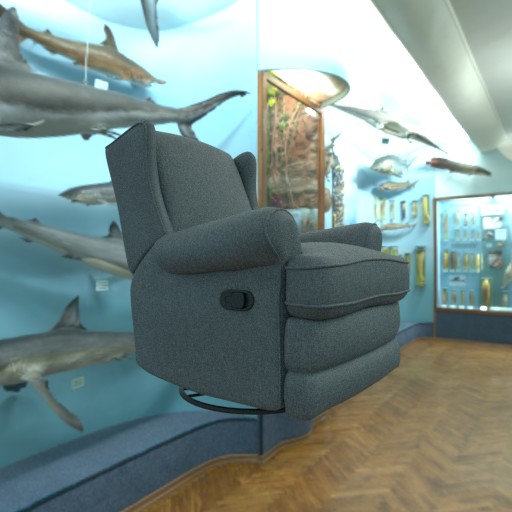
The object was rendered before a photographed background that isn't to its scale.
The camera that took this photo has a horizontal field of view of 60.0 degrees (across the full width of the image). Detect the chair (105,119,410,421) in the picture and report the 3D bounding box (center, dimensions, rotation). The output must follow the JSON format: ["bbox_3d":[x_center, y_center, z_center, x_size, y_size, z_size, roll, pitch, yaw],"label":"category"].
[{"bbox_3d":[0.000,0.000,1.682,0.969,1.011,0.847,0,0,36],"label":"chair"}]
